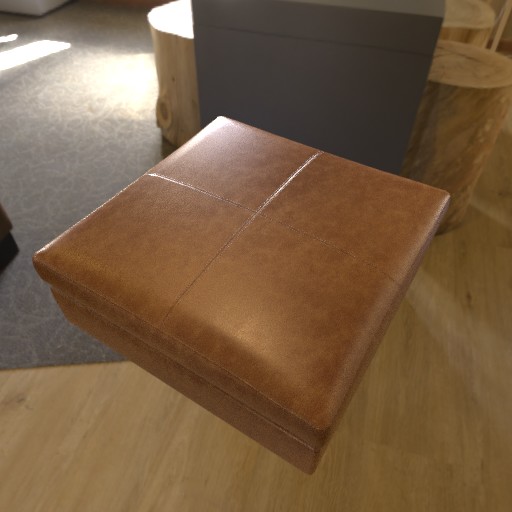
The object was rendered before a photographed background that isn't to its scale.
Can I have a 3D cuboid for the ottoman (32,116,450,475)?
[{"bbox_3d":[0.000,0.000,1.807,1.169,0.483,1.168,25,52,22],"label":"ottoman"}]
